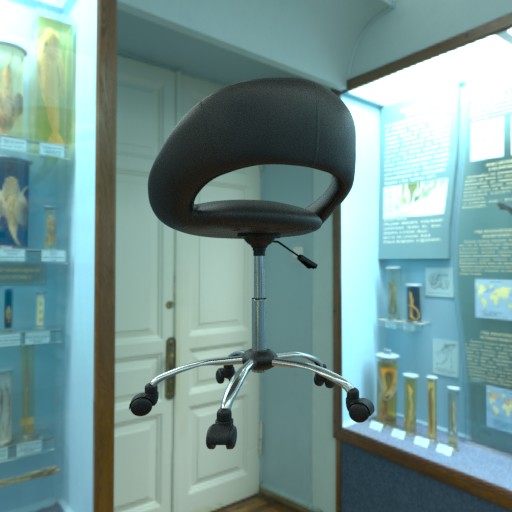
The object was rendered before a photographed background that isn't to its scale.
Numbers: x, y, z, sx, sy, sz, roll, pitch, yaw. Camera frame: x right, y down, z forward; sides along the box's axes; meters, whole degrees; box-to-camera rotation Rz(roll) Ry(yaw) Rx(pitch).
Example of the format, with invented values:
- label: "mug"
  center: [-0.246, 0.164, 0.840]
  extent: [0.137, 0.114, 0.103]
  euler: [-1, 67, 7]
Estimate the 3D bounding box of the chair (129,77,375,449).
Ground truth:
- label: "chair"
  center: [0.000, 0.000, 1.185]
  extent: [0.612, 0.791, 0.538]
  euler: [1, -2, -36]
